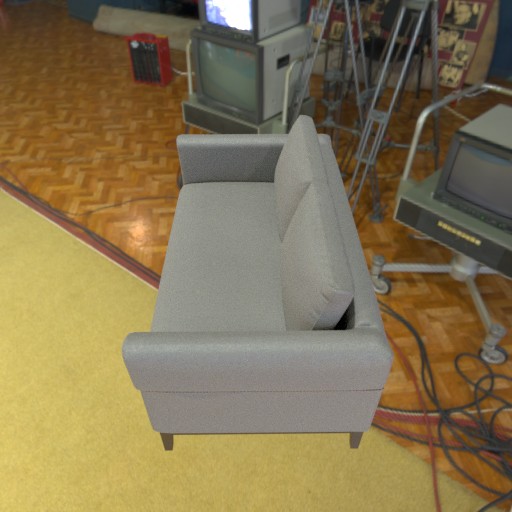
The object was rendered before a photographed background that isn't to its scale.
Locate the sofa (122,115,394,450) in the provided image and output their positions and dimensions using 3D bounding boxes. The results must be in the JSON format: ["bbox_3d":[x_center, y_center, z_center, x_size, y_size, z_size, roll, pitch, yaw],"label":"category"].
[{"bbox_3d":[0.000,0.000,2.187,0.899,0.873,1.598,0,42,0],"label":"sofa"}]
